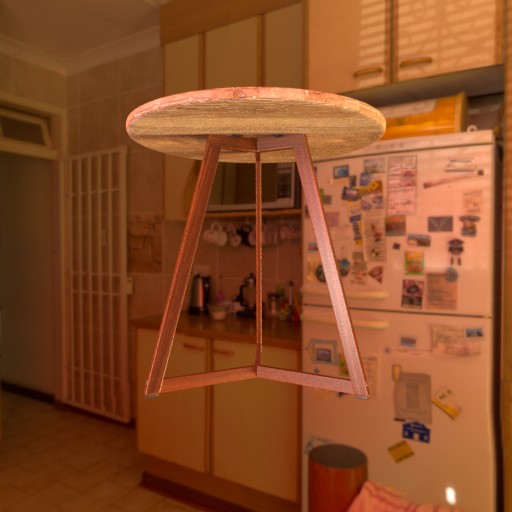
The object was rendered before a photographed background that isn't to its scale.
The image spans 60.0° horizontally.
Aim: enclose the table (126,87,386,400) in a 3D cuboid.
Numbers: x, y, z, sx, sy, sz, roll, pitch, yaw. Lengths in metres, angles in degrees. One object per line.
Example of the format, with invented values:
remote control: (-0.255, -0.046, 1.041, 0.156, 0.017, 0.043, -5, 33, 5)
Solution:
table: (0.000, 0.000, 0.894, 0.500, 0.500, 0.500, 0, 1, 0)
